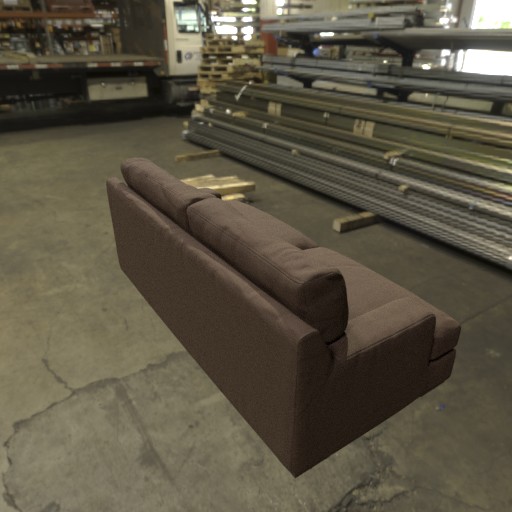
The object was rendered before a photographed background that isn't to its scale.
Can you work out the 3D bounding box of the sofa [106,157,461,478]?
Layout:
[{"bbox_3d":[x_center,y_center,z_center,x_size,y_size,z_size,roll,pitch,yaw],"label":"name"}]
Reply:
[{"bbox_3d":[0.000,0.000,2.790,1.140,0.950,2.274,-17,32,-30],"label":"sofa"}]
